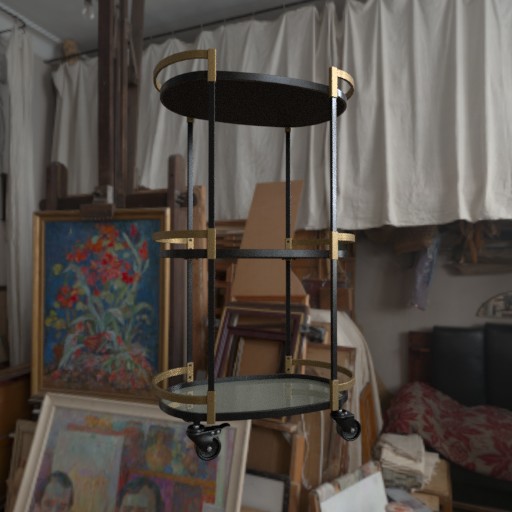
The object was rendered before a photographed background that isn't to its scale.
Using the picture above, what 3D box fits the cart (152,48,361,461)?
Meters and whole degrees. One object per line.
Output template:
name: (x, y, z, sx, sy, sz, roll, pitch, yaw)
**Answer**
cart: (0.000, 0.000, 1.129, 0.515, 0.885, 0.311, 0, -1, -18)
